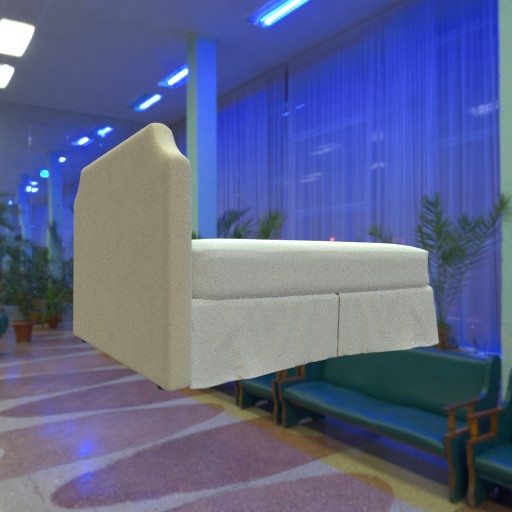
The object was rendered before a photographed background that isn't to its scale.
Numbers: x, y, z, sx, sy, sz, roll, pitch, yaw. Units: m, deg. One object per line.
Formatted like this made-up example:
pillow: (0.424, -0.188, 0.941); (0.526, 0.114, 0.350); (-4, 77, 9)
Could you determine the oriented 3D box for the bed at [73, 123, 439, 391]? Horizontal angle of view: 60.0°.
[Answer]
bed: (0.000, 0.000, 3.319); (2.209, 1.296, 1.827); (0, 0, -35)
